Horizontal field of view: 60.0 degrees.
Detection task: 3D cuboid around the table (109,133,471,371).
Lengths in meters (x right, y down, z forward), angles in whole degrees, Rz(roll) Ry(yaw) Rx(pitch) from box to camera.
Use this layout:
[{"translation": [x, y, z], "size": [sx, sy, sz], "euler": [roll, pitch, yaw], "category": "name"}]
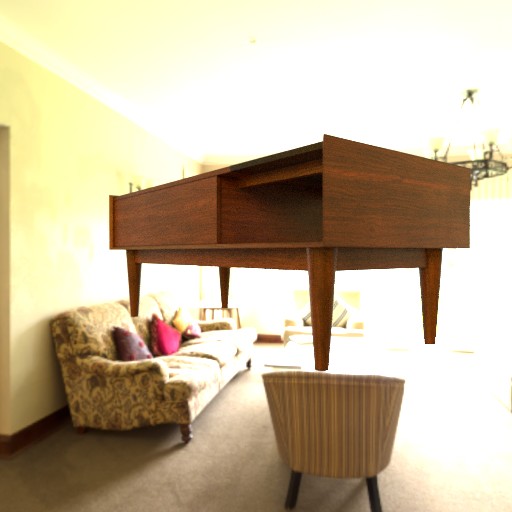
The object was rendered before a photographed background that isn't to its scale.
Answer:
[{"translation": [0.000, 0.000, 1.568], "size": [0.610, 0.508, 1.221], "euler": [0, 1, -38], "category": "table"}]
